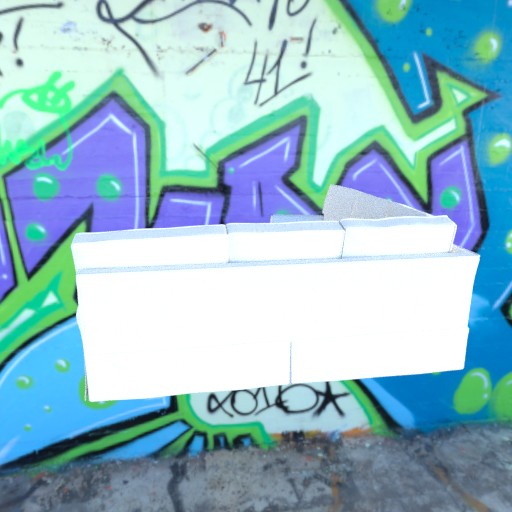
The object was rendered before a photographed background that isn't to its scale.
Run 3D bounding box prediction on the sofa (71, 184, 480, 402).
[{"bbox_3d":[0.000,0.000,4.011,2.597,1.070,2.591,-2,16,-9],"label":"sofa"}]
